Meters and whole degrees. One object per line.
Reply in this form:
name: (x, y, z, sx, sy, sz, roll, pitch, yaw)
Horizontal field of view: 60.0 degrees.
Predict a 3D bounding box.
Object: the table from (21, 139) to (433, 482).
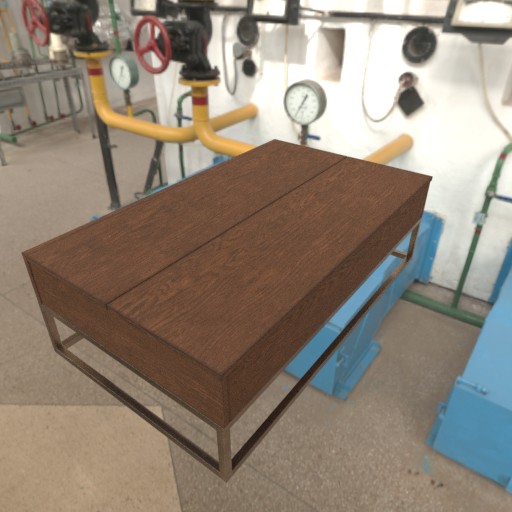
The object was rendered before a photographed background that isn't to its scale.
table: (0.000, 0.000, 1.487, 0.719, 0.361, 1.167, 22, 39, 30)
